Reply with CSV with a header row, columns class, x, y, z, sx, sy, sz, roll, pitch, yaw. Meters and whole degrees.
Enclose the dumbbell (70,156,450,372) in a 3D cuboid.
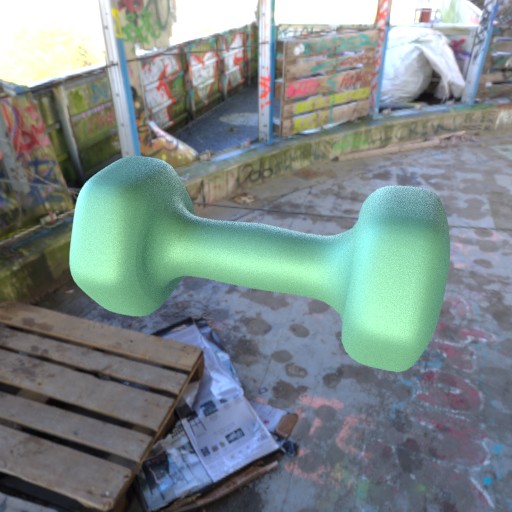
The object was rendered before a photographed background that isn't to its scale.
class,x,y,z,sx,sy,sz,roll,pitch,yaw
dumbbell,0.000,0.000,0.329,0.260,0.117,0.129,10,34,15
